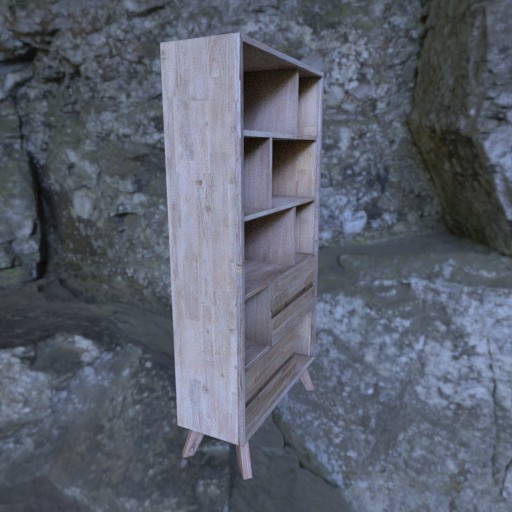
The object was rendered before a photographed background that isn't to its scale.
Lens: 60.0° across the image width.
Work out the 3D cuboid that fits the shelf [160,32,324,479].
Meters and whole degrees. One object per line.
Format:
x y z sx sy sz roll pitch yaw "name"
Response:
0.000 0.000 1.790 0.308 1.471 0.748 7 15 26 "shelf"
